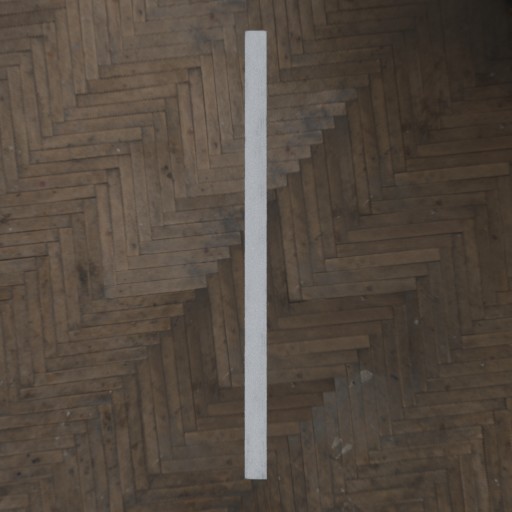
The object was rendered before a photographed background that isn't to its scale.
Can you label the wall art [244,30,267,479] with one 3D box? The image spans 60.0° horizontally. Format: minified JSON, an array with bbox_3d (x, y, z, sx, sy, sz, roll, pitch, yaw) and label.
[{"bbox_3d":[0.000,0.000,1.133,0.038,0.762,0.762,0,89,0],"label":"wall art"}]
